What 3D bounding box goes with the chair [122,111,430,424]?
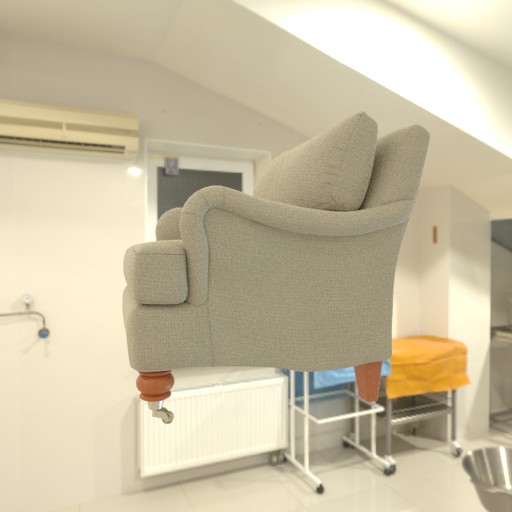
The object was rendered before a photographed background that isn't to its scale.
[{"bbox_3d":[0.000,0.000,1.867,1.070,1.038,0.955,0,1,-18],"label":"chair"}]
